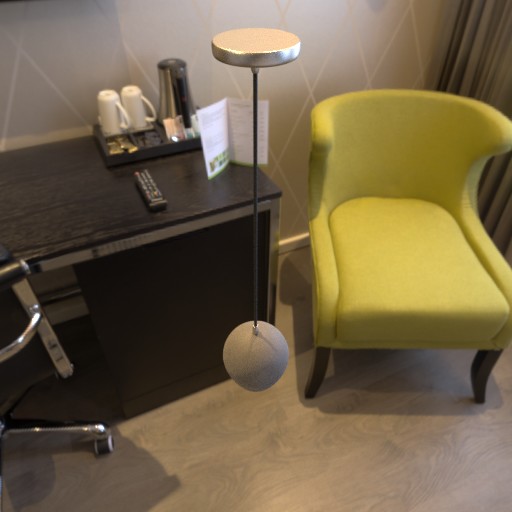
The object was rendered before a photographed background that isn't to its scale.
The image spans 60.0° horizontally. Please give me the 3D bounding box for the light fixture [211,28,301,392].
[{"bbox_3d":[0.000,0.000,0.838,0.153,0.760,0.153,24,46,25],"label":"light fixture"}]
